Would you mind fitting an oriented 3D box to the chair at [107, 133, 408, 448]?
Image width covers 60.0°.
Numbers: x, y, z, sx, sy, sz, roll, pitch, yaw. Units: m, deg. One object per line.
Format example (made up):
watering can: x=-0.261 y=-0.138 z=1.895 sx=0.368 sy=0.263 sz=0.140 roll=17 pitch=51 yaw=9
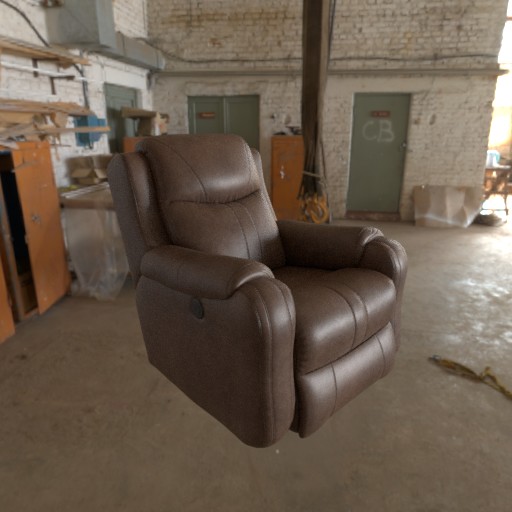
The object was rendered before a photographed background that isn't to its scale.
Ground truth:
chair: x=0.000 y=0.000 z=1.877 sx=1.067 sy=0.990 sz=0.940 roll=15 pitch=22 yaw=42
